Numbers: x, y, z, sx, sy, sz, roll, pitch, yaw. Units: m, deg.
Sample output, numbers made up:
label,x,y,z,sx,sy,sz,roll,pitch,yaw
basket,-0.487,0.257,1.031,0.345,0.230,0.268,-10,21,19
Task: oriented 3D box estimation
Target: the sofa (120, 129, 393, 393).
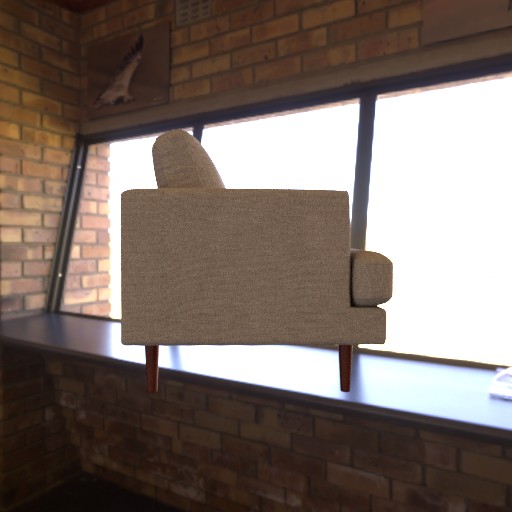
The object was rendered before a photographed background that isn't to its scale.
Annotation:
label,x,y,z,sx,sy,sz,roll,pitch,yaw
sofa,0.000,0.000,2.206,0.903,0.944,1.582,0,1,-1
